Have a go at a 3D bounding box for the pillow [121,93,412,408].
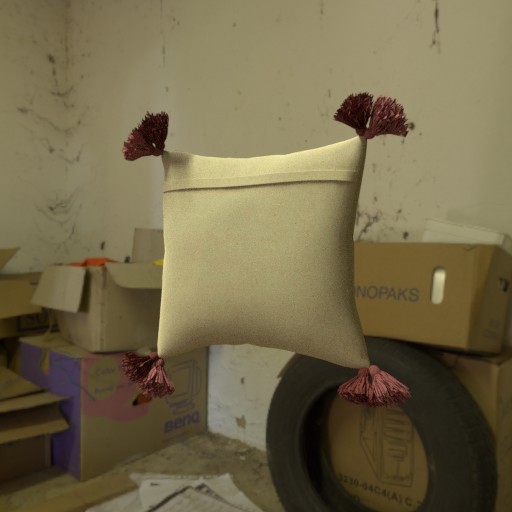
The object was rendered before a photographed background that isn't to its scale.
[{"bbox_3d":[0.000,0.000,0.965,0.641,0.659,0.138,0,0,18],"label":"pillow"}]
